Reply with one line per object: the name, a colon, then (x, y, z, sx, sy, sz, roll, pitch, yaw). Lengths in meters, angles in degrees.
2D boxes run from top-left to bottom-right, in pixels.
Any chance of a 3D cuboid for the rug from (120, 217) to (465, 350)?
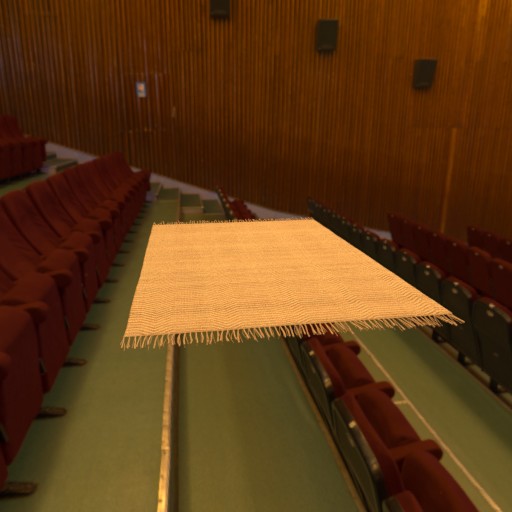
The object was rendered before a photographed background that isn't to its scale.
rug: (0.000, 0.000, 2.468, 1.224, 0.027, 2.021, -3, 16, -9)
